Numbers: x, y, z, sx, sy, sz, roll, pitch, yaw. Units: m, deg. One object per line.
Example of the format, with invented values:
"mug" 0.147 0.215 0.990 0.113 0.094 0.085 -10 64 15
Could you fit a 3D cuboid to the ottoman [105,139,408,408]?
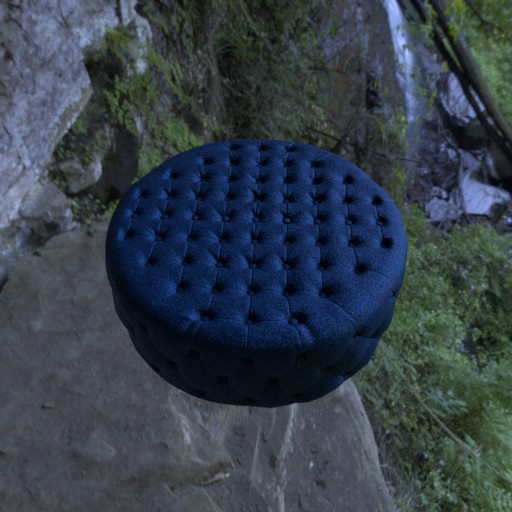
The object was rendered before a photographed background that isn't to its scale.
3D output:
"ottoman" 0.000 0.000 1.560 0.998 0.398 0.998 0 47 0
